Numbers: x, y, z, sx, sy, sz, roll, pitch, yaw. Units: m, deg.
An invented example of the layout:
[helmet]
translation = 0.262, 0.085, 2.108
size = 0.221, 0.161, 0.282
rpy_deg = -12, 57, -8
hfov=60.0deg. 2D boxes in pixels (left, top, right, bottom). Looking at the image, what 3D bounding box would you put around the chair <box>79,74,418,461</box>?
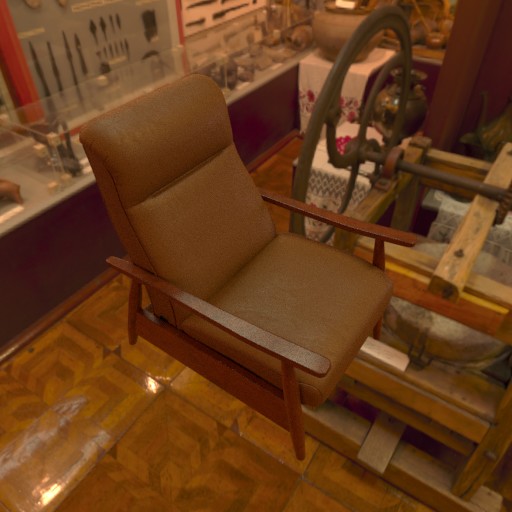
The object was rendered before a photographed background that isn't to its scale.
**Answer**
[chair]
translation = 0.000, 0.000, 1.759
size = 1.014, 1.082, 0.762
rpy_deg = 26, 48, 25
